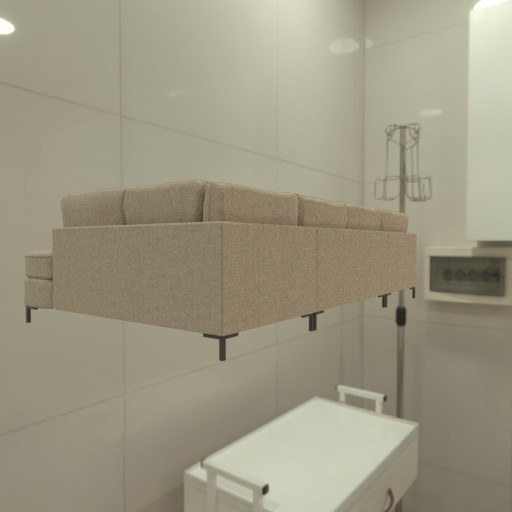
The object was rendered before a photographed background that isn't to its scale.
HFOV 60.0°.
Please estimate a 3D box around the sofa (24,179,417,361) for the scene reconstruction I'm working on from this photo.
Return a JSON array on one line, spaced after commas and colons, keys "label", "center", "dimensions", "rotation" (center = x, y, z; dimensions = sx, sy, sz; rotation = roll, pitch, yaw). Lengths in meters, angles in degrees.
[{"label": "sofa", "center": [0.000, 0.000, 4.226], "dimensions": [2.021, 0.996, 3.423], "rotation": [1, 2, 36]}]
